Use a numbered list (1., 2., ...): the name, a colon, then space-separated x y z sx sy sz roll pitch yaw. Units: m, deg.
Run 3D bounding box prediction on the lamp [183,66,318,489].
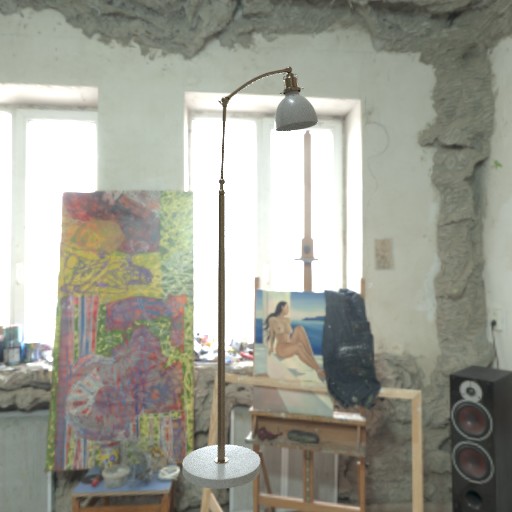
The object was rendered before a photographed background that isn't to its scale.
1. lamp: 0.000 0.000 1.747 0.599 1.586 0.288 1 -1 -35
